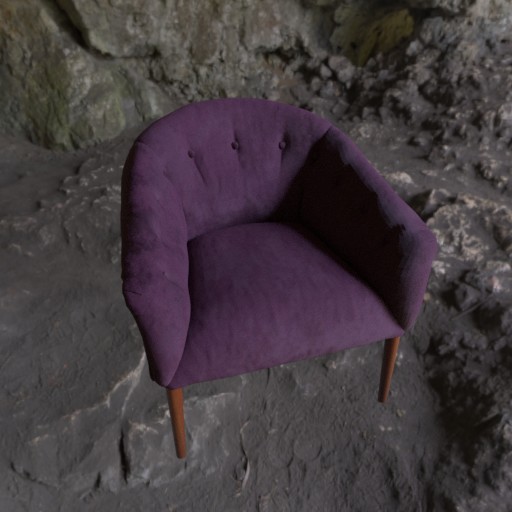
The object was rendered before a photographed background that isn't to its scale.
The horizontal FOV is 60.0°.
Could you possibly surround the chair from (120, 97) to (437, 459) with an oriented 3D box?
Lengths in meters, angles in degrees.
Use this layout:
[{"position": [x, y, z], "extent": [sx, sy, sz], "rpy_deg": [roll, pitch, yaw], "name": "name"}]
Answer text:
[{"position": [0.000, 0.000, 1.478], "extent": [0.851, 0.885, 0.776], "rpy_deg": [-9, 32, -15], "name": "chair"}]
